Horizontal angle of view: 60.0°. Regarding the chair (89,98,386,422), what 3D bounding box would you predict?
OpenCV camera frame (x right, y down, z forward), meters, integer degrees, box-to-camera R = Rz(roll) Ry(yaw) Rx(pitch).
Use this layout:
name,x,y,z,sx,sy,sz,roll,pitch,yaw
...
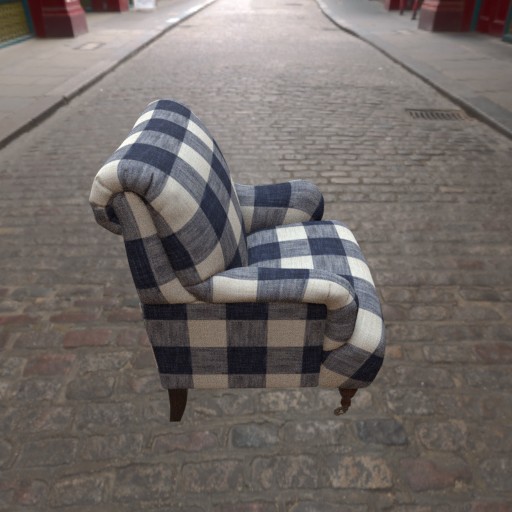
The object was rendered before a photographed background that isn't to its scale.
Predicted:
name,x,y,z,sx,sy,sz,roll,pitch,yaw
chair,0.000,0.000,1.605,0.848,0.953,0.781,-1,32,-1
